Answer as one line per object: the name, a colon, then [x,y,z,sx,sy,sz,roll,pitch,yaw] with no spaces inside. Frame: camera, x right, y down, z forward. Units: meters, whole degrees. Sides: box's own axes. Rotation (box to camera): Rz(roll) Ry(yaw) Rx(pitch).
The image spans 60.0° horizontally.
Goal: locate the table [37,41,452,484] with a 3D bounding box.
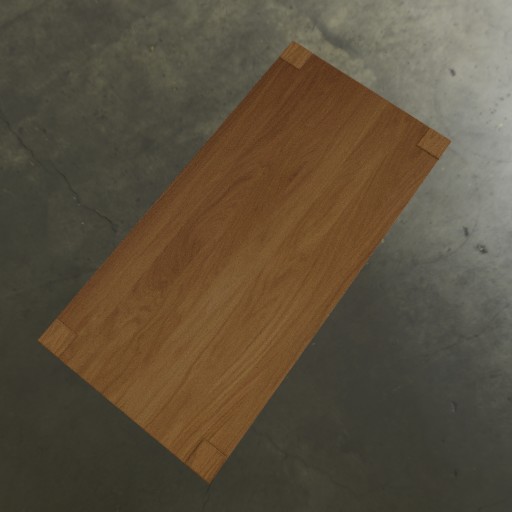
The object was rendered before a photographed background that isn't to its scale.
table: [0.000,0.000,2.295,0.900,0.760,1.800,36,79,8]
